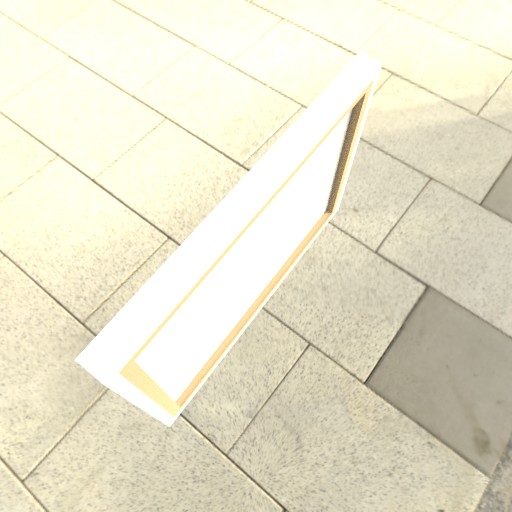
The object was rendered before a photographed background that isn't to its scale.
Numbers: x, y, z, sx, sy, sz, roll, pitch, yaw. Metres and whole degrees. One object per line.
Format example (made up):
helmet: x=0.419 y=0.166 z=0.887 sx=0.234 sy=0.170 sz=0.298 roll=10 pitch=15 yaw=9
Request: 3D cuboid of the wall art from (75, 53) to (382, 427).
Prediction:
wall art: x=0.000 y=0.000 z=0.771 sx=0.042 sy=0.414 sz=0.608 roll=33 pitch=68 yaw=16
